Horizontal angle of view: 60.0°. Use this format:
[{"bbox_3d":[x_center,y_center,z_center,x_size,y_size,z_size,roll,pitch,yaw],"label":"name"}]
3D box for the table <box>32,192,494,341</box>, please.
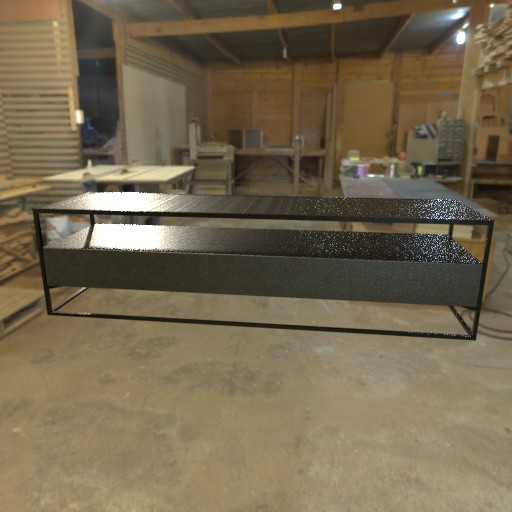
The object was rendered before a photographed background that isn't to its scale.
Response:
[{"bbox_3d":[0.000,0.000,1.660,1.486,0.395,0.399,2,16,7],"label":"table"}]
